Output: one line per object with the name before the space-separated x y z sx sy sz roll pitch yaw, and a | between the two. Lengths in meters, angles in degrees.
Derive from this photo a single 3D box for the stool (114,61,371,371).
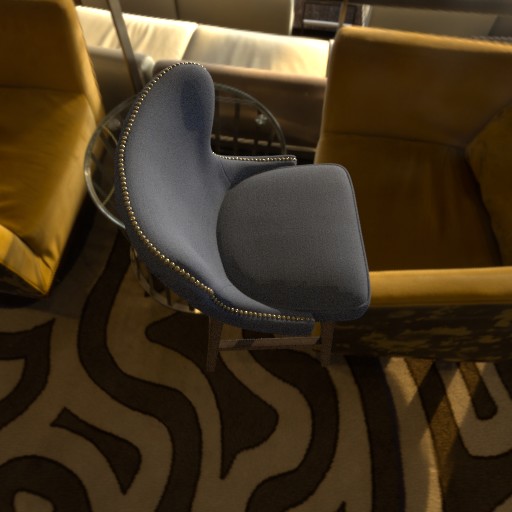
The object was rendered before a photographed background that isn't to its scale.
stool | 0.000 0.000 1.344 0.597 0.972 0.615 -2 62 -1
